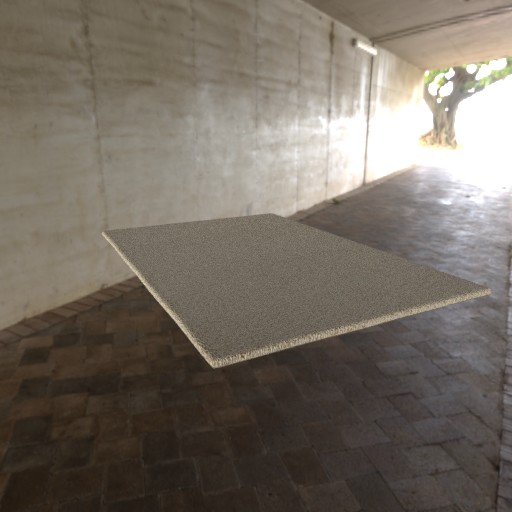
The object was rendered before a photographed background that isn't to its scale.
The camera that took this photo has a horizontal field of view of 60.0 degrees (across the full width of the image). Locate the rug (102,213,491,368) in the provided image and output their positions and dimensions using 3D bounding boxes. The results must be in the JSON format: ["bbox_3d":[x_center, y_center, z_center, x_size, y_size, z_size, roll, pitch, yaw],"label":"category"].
[{"bbox_3d":[0.000,0.000,2.264,1.219,0.030,1.778,-9,19,-27],"label":"rug"}]
